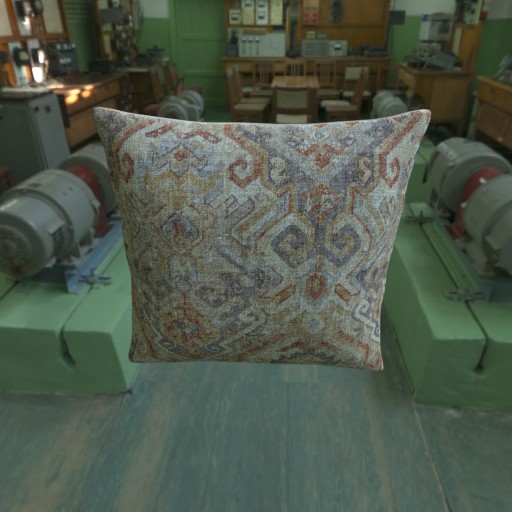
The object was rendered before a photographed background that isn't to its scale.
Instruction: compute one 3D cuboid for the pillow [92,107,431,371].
[{"bbox_3d":[0.000,0.000,0.789,0.523,0.506,0.166,1,29,2],"label":"pillow"}]
